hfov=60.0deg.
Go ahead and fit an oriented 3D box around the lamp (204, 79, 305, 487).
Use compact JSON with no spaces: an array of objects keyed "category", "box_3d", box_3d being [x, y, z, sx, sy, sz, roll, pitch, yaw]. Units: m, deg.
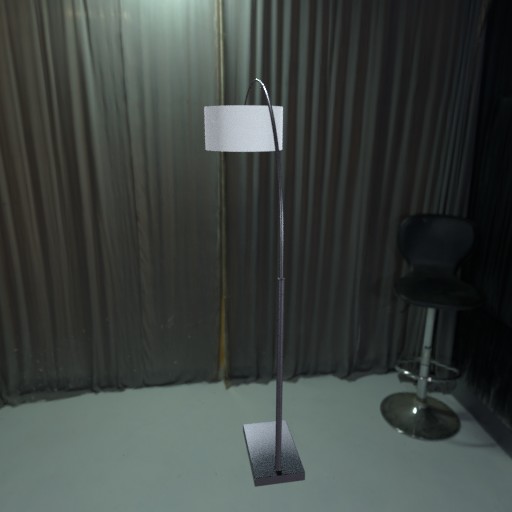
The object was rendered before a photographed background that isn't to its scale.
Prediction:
[{"category":"lamp","box_3d":[0.000,0.000,2.586,0.493,1.927,1.424,-3,17,-9]}]
